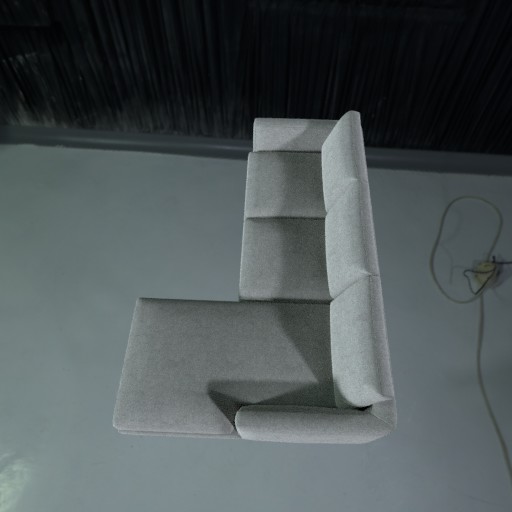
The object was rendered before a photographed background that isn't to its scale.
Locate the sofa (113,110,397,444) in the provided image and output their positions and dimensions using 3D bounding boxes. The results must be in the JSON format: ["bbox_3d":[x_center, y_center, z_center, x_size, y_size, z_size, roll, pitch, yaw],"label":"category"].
[{"bbox_3d":[0.000,0.000,3.165,1.626,0.864,2.438,2,58,1],"label":"sofa"}]
